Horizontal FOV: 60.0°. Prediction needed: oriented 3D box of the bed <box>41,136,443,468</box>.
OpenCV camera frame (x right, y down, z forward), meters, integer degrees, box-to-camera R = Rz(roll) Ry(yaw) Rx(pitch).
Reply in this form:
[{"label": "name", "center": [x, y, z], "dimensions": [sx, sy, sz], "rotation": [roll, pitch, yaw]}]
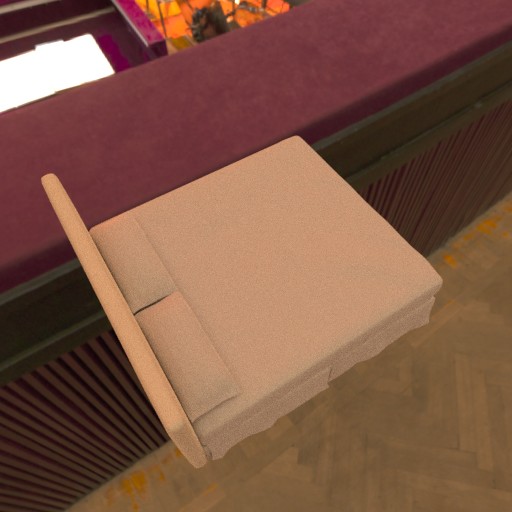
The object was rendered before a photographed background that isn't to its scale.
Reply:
[{"label": "bed", "center": [0.000, 0.000, 3.513], "dimensions": [2.341, 1.317, 2.119], "rotation": [-28, 61, -17]}]
